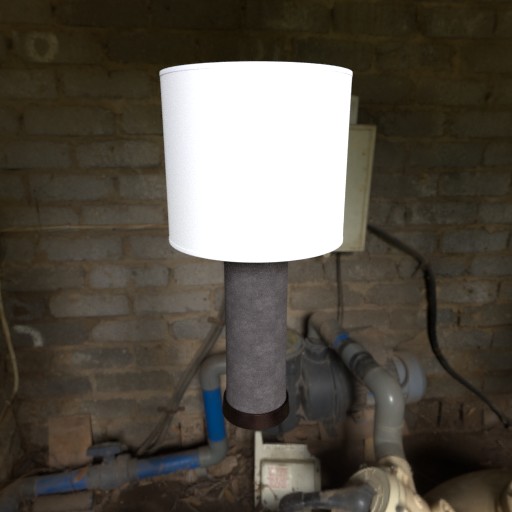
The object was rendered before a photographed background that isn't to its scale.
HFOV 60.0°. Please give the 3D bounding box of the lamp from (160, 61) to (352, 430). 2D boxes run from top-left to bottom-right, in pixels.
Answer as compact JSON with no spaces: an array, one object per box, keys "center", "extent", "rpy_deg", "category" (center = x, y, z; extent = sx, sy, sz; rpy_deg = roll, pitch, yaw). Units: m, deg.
[{"center":[0.000,0.000,0.791],"extent":[0.301,0.630,0.301],"rpy_deg":[-16,23,-42],"category":"lamp"}]
